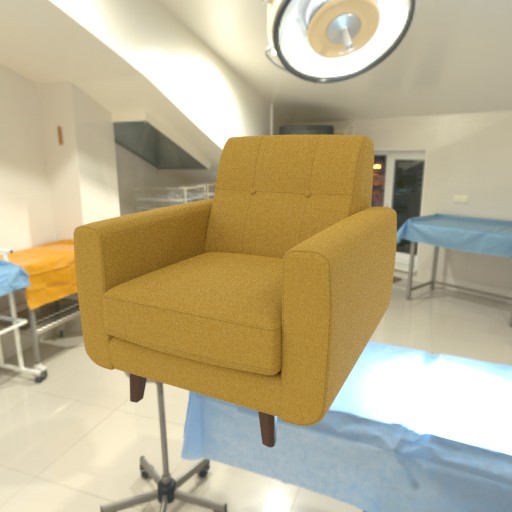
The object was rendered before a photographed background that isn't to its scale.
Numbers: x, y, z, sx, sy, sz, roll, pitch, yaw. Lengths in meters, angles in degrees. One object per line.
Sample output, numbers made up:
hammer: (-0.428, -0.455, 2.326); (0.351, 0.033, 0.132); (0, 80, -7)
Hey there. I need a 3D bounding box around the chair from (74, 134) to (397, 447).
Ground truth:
chair: (0.000, 0.000, 1.560); (0.831, 0.841, 0.909); (7, 15, 26)
